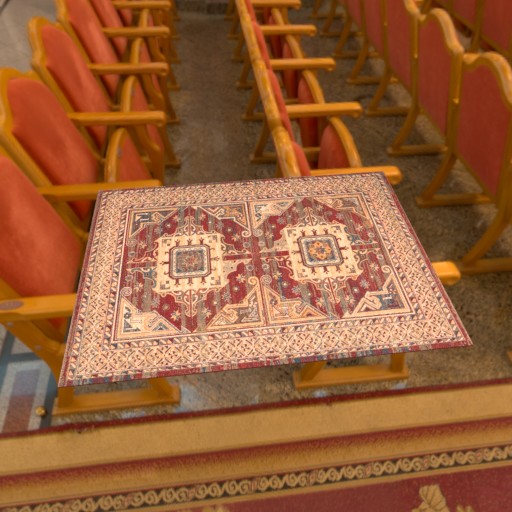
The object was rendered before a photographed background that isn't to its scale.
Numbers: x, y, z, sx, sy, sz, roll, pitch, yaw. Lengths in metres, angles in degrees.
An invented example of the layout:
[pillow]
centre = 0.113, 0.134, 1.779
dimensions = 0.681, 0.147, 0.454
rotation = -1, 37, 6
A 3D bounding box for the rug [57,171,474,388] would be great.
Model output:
[rug]
centre = 0.000, 0.000, 2.880
dimensions = 2.210, 0.011, 1.599
rotation = -5, 47, -4
